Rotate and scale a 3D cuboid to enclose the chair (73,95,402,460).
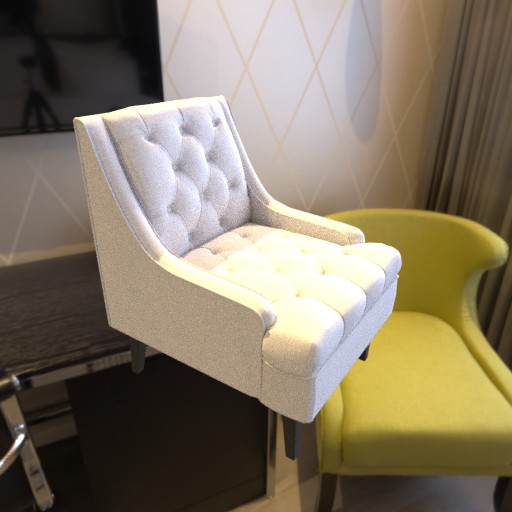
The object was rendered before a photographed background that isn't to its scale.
[{"bbox_3d":[0.000,0.000,1.417,0.772,0.891,0.658,17,31,31],"label":"chair"}]
